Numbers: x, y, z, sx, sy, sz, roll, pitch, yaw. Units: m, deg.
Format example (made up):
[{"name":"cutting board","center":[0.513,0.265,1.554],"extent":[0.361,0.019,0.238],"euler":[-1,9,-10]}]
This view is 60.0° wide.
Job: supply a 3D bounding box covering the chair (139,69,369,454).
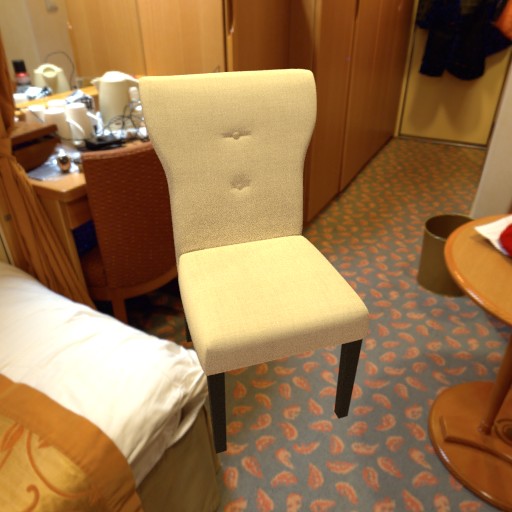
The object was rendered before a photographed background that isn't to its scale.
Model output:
[{"name":"chair","center":[0.000,0.000,1.292],"extent":[0.509,0.921,0.597],"euler":[-10,33,-15]}]
